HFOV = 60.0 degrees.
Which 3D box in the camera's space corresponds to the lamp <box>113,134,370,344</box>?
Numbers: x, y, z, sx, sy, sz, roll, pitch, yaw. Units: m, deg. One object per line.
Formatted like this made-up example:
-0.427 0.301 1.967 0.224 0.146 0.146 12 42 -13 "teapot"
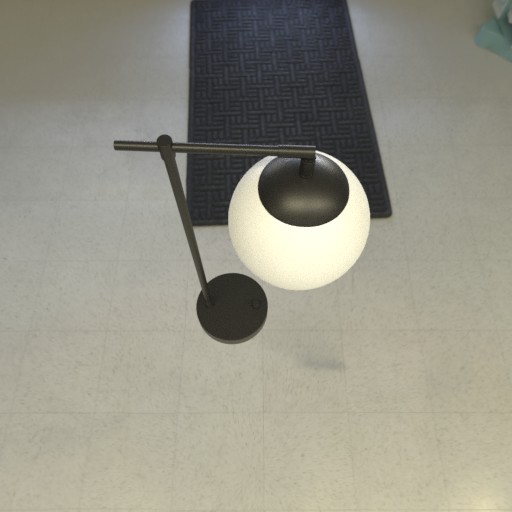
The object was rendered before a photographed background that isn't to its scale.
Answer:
0.000 0.000 0.734 0.316 0.559 0.197 2 64 1 "lamp"
